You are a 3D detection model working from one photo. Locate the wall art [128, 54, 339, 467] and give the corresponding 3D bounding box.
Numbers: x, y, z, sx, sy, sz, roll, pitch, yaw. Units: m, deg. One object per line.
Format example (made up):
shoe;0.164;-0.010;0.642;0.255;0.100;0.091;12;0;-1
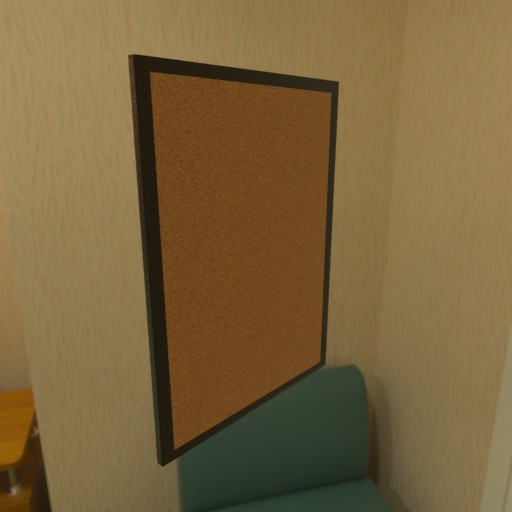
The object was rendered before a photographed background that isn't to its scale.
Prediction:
wall art;0.000;0.000;0.847;0.016;0.657;0.480;15;22;42
